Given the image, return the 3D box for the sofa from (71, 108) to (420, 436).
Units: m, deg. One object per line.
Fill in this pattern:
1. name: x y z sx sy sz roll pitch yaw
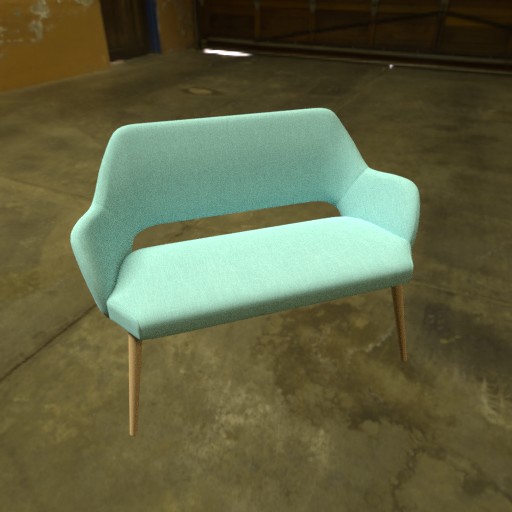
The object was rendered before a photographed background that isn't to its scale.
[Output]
1. sofa: 0.000 0.000 1.569 1.150 0.840 0.610 -10 33 -16
